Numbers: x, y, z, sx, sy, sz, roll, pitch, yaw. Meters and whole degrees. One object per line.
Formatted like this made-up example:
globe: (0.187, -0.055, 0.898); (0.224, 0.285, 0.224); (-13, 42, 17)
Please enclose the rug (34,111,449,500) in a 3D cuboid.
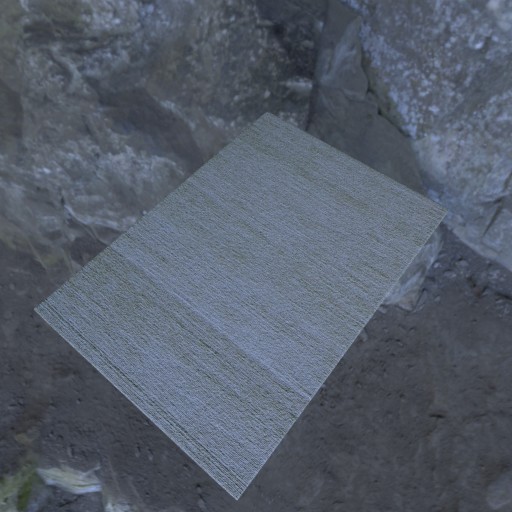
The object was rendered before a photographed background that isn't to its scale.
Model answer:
rug: (0.000, 0.000, 4.963); (2.782, 0.025, 3.935); (34, 64, 19)
